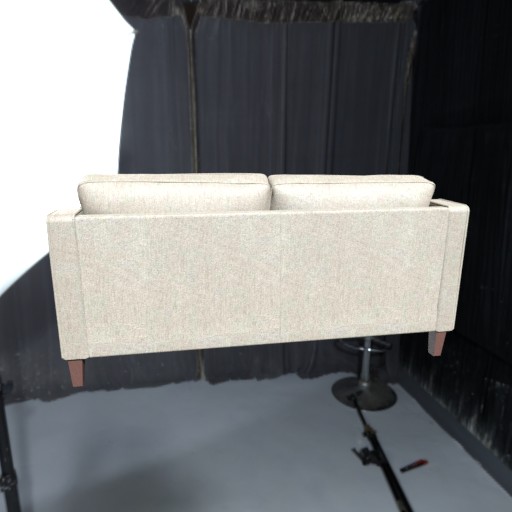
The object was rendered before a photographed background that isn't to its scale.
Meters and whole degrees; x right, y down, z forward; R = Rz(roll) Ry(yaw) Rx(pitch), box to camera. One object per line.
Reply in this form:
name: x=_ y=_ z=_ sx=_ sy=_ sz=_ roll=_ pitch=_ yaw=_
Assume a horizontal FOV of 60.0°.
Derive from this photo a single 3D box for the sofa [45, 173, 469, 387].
sofa: x=0.000 y=0.000 z=2.816 sx=2.181 sy=1.074 sz=1.073 roll=-2 pitch=14 yaw=-10
